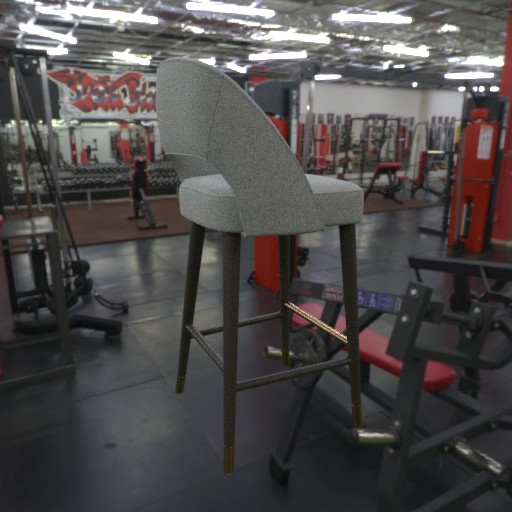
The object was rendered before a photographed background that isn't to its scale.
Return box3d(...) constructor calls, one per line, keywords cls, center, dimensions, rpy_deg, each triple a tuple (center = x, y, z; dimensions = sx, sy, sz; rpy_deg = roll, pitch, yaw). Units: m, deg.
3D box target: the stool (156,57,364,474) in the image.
box3d(cls="stool", center=(0.000, 0.000, 1.308), dimensions=(0.509, 1.037, 0.494), rpy_deg=(-7, 17, -26))
